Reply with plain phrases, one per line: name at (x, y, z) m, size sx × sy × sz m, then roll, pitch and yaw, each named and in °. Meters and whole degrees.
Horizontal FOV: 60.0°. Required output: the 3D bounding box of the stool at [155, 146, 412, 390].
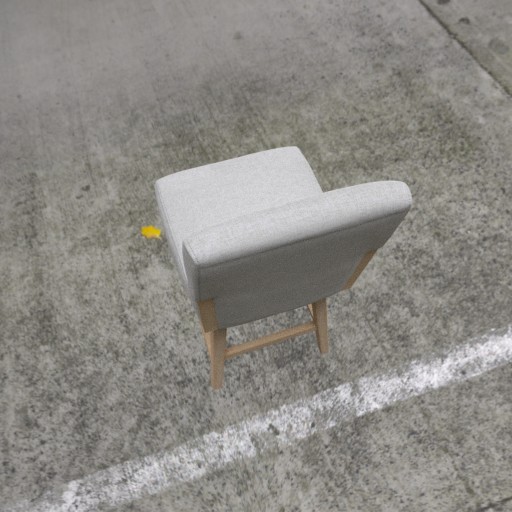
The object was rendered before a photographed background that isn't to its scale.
stool at (0.000, 0.000, 1.405) m, size 0.507 × 1.085 × 0.606 m, roll -16°, pitch 59°, yaw -10°
